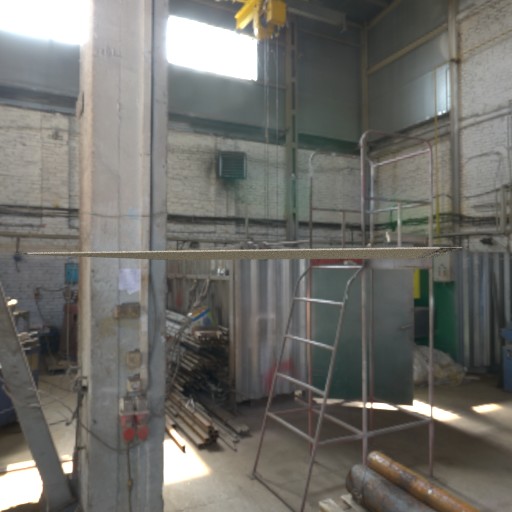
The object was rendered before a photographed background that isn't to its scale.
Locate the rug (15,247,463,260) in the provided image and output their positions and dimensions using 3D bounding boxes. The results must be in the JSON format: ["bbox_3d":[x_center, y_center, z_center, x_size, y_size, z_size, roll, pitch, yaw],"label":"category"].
[{"bbox_3d":[0.000,0.000,4.224,3.327,0.010,2.464,-1,-2,17],"label":"rug"}]
